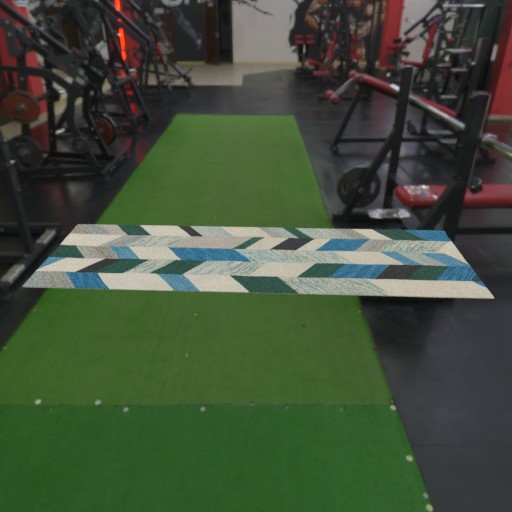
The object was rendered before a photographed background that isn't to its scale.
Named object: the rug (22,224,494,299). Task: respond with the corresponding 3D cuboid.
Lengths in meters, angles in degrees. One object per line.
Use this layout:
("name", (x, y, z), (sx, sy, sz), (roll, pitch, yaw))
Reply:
("rug", (0.000, 0.000, 2.609), (2.437, 0.008, 0.774), (1, 29, 2))
